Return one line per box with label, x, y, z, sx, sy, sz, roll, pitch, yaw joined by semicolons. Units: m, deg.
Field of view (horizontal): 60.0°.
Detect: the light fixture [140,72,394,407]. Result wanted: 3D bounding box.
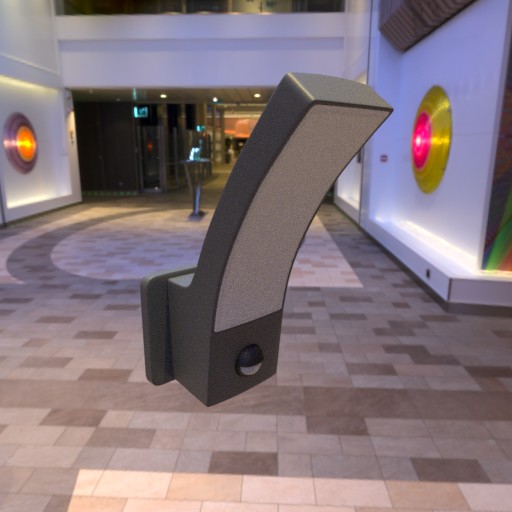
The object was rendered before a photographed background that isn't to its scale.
light fixture;0.000;0.000;0.338;0.108;0.243;0.174;-13;19;-42
